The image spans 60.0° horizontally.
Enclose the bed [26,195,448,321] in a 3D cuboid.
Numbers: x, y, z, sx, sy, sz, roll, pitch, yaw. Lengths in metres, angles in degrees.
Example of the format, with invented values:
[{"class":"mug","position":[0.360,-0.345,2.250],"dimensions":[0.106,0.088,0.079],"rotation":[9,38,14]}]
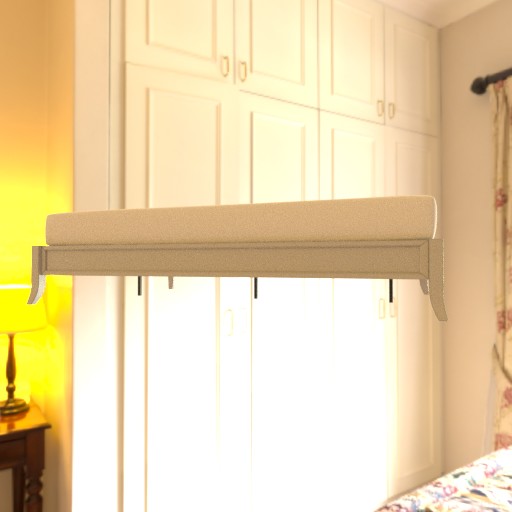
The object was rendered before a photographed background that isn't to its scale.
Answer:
[{"class":"bed","position":[0.000,0.000,2.638],"dimensions":[1.985,0.510,1.460],"rotation":[0,-1,19]}]
